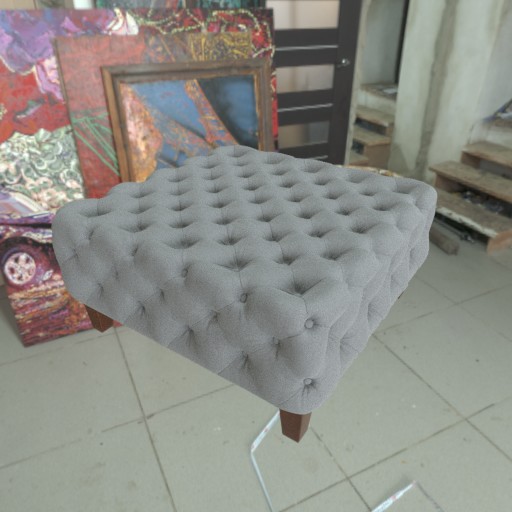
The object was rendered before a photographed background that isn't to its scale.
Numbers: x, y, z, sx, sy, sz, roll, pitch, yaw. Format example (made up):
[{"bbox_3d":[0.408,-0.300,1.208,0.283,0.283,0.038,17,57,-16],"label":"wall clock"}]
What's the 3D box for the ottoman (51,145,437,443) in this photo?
[{"bbox_3d":[0.000,0.000,1.456,0.911,0.439,0.917,19,35,29],"label":"ottoman"}]
